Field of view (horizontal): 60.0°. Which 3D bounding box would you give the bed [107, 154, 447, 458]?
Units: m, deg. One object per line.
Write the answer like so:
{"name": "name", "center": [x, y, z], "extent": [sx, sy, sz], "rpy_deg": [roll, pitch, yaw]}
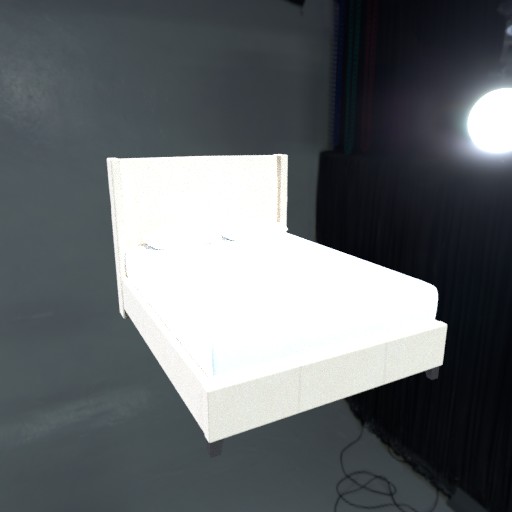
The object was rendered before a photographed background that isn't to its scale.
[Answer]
{"name": "bed", "center": [0.000, 0.000, 3.530], "extent": [1.778, 1.471, 2.293], "rpy_deg": [-8, 17, -27]}
